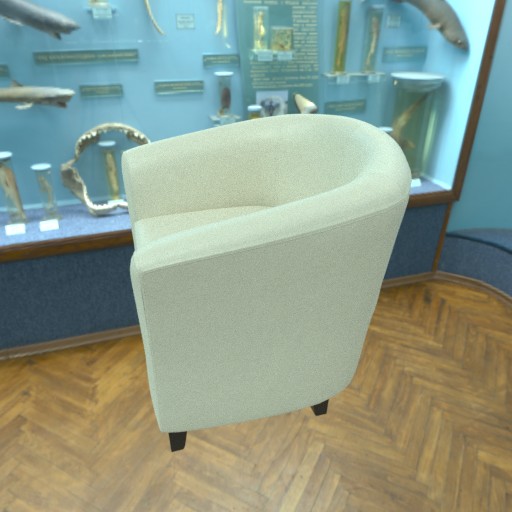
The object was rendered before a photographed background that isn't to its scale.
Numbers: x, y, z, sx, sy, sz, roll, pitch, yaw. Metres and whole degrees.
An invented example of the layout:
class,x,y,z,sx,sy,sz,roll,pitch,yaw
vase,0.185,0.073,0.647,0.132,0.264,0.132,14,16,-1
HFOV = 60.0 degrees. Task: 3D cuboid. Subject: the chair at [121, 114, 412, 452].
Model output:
class,x,y,z,sx,sy,sz,roll,pitch,yaw
chair,0.000,0.000,1.361,0.727,0.756,0.792,-8,31,-14
